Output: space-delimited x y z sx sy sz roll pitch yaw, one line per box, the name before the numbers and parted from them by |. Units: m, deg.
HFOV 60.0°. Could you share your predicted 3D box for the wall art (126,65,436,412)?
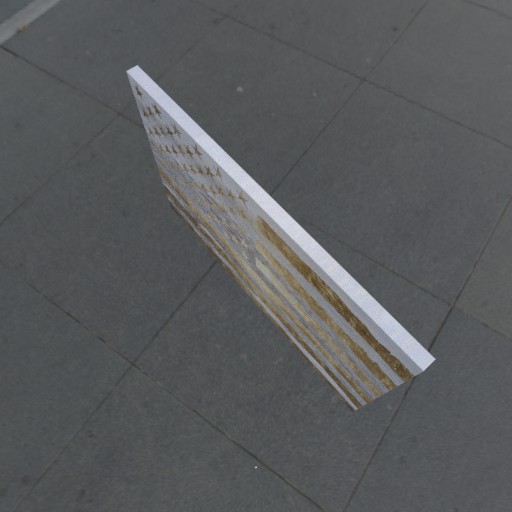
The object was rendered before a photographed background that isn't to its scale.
wall art | 0.000 0.000 1.473 0.041 0.762 1.145 -37 70 -16
